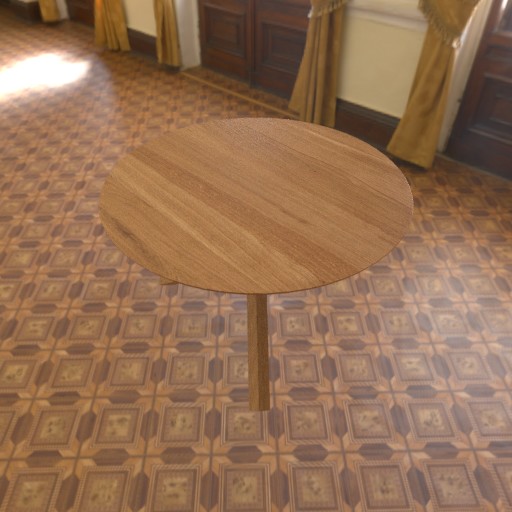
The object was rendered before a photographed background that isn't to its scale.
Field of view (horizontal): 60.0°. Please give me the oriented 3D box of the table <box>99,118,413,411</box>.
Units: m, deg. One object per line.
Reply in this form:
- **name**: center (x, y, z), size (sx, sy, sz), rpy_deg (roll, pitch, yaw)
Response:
- **table**: center (0.000, 0.000, 1.732), size (1.038, 0.666, 1.038), rpy_deg (0, 42, 0)
